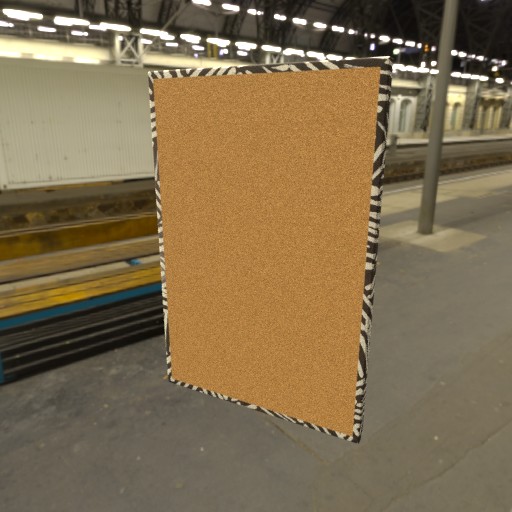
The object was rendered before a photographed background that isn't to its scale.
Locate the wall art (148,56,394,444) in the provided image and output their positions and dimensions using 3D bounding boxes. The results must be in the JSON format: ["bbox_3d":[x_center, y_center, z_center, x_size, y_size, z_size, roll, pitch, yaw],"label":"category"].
[{"bbox_3d":[0.000,0.000,1.156,0.615,0.918,0.035,9,19,26],"label":"wall art"}]
